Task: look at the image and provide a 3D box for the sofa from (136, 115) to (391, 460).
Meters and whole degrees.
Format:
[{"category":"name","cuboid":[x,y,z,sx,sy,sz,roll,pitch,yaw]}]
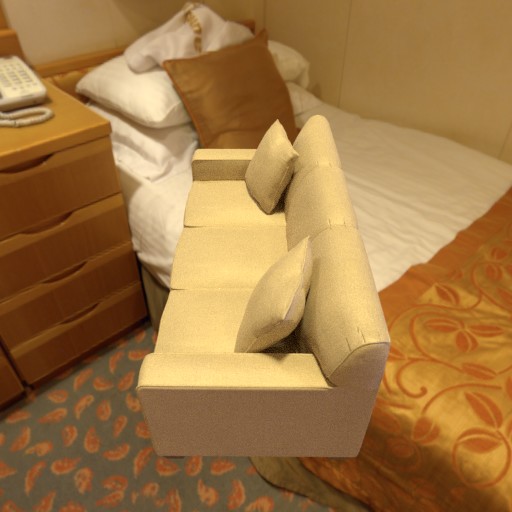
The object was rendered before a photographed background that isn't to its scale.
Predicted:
[{"category":"sofa","cuboid":[0.000,0.000,2.575,0.997,0.958,2.024,0,40,0]}]
